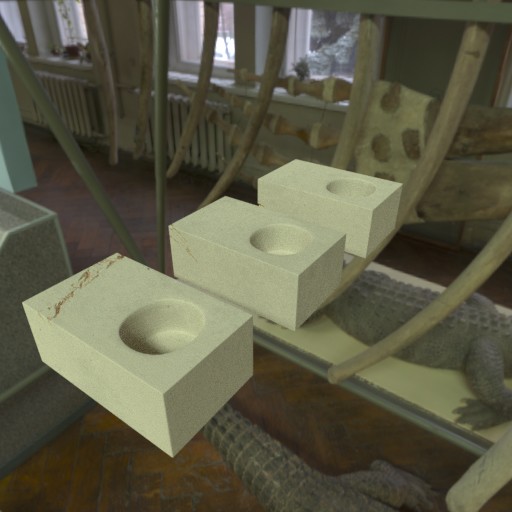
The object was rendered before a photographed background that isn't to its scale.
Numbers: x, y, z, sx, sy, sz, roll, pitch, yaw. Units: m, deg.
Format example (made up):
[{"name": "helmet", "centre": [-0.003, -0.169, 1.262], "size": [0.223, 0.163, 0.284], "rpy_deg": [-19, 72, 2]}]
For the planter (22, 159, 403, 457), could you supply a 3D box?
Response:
[{"name": "planter", "centre": [0.000, 0.000, 0.378], "size": [0.127, 0.051, 0.333], "rpy_deg": [21, 37, 30]}]
